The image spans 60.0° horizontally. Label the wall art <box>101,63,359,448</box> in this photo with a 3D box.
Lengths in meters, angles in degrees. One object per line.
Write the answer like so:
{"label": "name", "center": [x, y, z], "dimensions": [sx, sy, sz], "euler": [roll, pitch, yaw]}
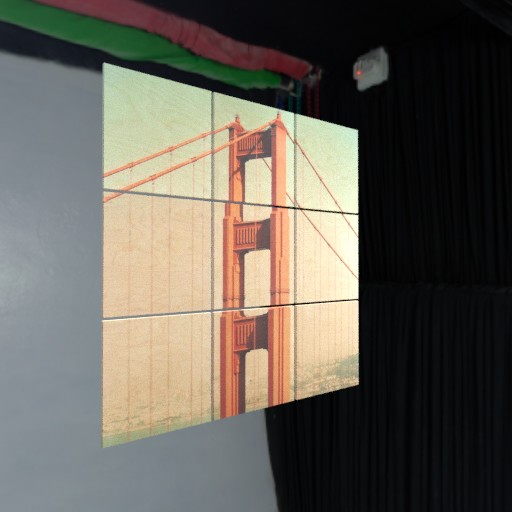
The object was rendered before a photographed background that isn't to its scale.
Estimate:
{"label": "wall art", "center": [0.000, 0.000, 1.768], "dimensions": [1.214, 1.219, 0.013], "euler": [1, -1, -37]}
